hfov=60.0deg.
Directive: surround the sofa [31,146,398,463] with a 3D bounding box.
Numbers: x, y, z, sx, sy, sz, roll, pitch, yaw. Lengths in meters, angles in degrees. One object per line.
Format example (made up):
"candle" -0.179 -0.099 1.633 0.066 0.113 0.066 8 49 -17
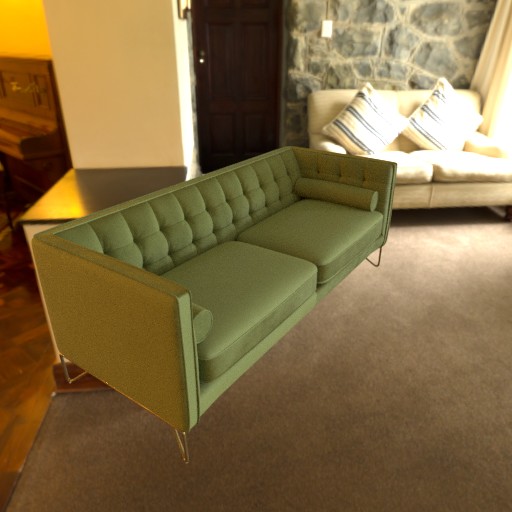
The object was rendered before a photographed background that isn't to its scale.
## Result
"sofa" 0.000 0.000 2.524 0.867 0.789 2.087 17 31 31
